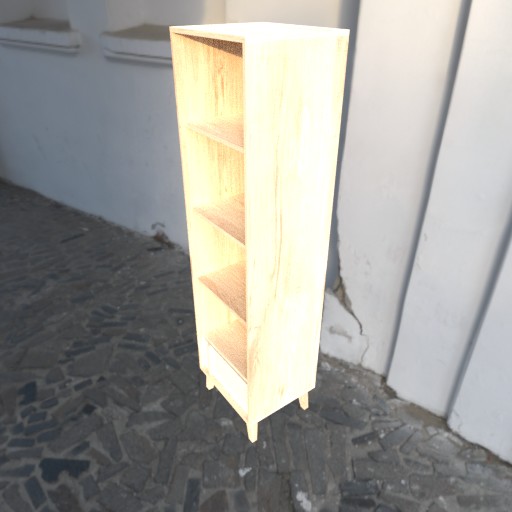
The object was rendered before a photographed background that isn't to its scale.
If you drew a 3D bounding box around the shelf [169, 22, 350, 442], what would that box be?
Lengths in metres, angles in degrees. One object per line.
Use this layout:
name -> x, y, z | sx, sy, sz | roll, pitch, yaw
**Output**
shelf -> 0.000, 0.000, 2.138 | 0.450, 1.960, 0.510 | -21, 37, -30
